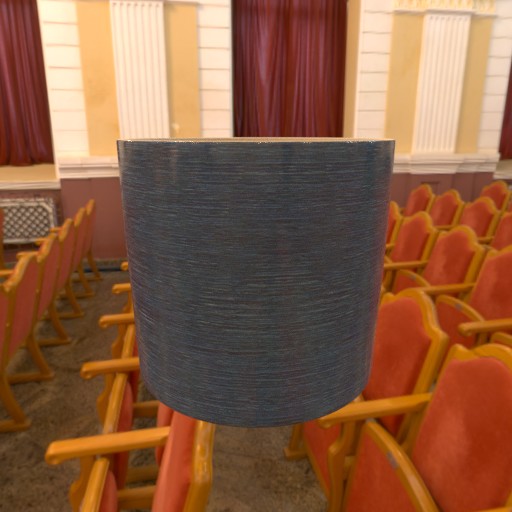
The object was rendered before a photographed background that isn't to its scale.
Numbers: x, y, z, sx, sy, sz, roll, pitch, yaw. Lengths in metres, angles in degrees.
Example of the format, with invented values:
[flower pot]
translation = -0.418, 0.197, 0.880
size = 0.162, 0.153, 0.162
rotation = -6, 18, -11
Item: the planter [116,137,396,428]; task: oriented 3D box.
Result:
[planter]
translation = 0.000, 0.000, 0.393
size = 0.221, 0.201, 0.221
rotation = 0, 16, 0
